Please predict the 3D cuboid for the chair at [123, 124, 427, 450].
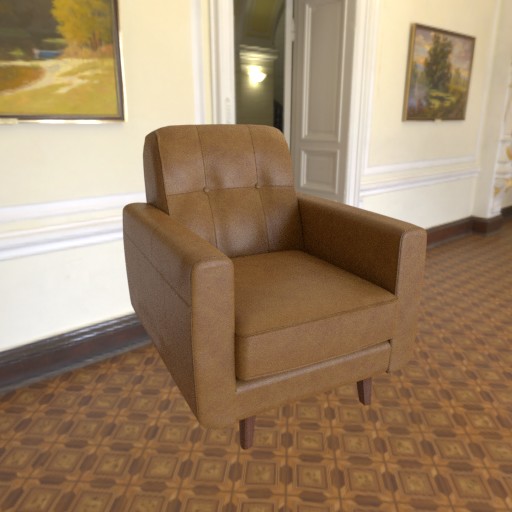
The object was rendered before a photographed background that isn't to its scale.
[{"bbox_3d":[0.000,0.000,1.704,0.845,0.968,0.942,-9,19,-26],"label":"chair"}]
